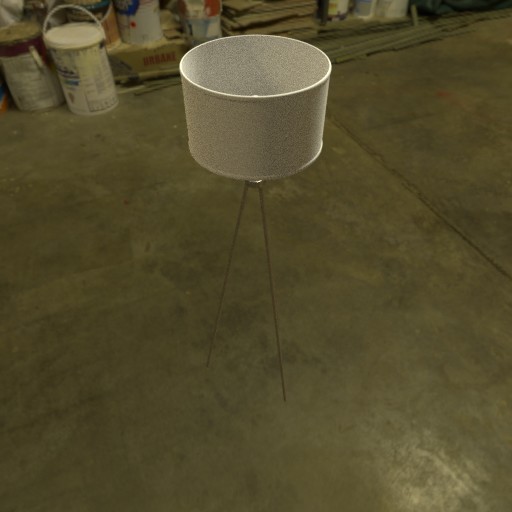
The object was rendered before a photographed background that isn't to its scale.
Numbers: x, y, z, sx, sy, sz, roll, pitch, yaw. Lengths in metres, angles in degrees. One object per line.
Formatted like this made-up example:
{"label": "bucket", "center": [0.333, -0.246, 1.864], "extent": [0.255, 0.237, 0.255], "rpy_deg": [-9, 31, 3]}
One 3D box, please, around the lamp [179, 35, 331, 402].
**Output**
{"label": "lamp", "center": [0.000, 0.000, 1.765], "extent": [0.448, 1.545, 0.458], "rpy_deg": [16, 48, 15]}
